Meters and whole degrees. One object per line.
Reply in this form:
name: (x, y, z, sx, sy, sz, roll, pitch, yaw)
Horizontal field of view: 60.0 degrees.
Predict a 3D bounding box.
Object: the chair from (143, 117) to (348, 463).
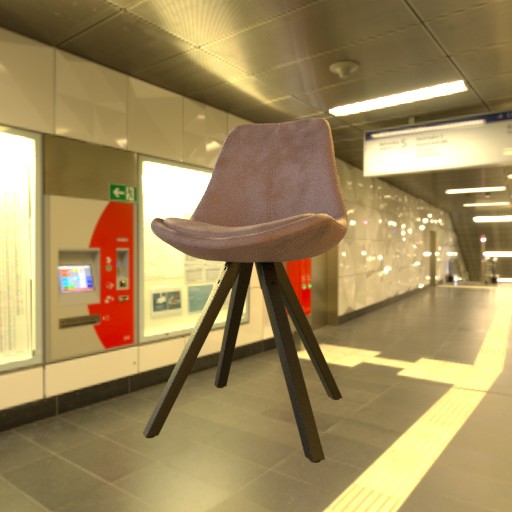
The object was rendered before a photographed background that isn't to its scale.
chair: (0.000, 0.000, 1.200, 0.483, 0.865, 0.547, 0, 1, 18)
